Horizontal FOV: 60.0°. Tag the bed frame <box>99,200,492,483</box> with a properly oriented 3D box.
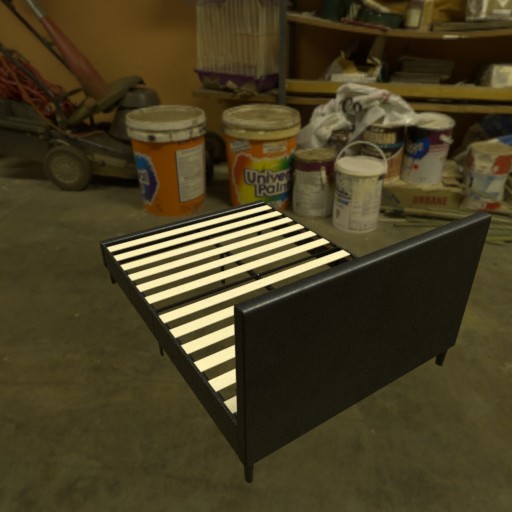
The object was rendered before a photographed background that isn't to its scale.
[{"bbox_3d":[0.000,0.000,3.191,1.634,1.127,2.318,-18,34,-28],"label":"bed frame"}]
